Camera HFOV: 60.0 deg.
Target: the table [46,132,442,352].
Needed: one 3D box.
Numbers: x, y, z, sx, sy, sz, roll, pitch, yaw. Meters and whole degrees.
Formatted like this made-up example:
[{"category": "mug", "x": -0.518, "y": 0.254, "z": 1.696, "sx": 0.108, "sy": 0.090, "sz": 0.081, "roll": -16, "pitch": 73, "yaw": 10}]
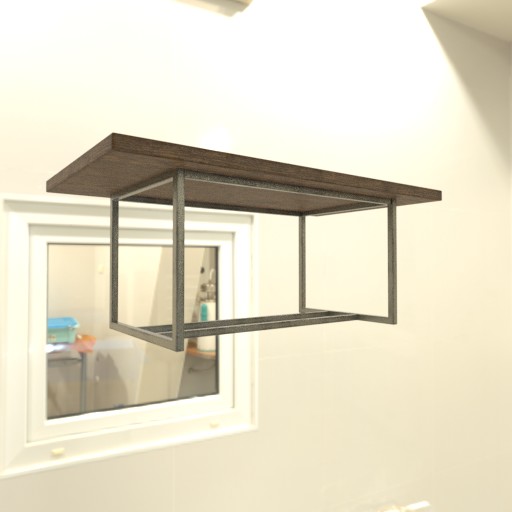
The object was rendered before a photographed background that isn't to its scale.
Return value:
[{"category": "table", "x": 0.000, "y": 0.000, "z": 2.509, "sx": 1.989, "sy": 0.795, "sz": 1.078, "roll": 1, "pitch": -2, "yaw": -36}]
